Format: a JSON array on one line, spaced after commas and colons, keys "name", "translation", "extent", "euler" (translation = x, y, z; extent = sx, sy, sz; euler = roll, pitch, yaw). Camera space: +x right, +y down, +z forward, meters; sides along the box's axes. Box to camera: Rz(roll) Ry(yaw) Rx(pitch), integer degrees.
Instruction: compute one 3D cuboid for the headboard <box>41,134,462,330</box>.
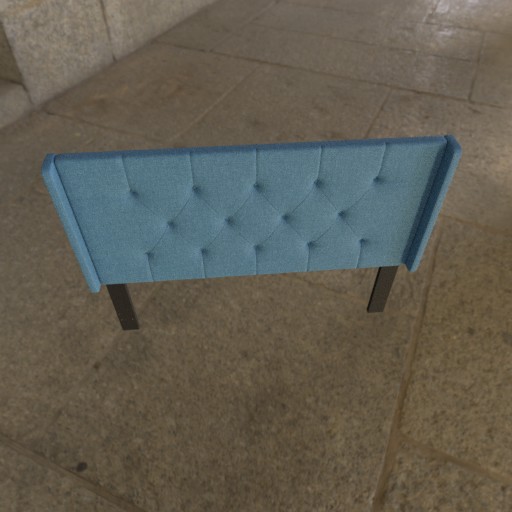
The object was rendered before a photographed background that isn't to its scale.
[{"name": "headboard", "translation": [0.000, 0.000, 2.742], "extent": [2.051, 1.524, 0.184], "euler": [-4, 46, -3]}]
